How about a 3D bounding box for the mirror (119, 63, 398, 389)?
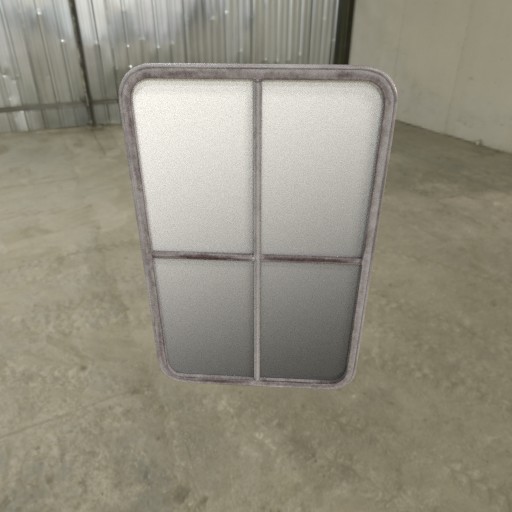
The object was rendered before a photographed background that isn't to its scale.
[{"bbox_3d":[0.000,0.000,0.888,0.461,0.713,0.024,2,31,3],"label":"mirror"}]
